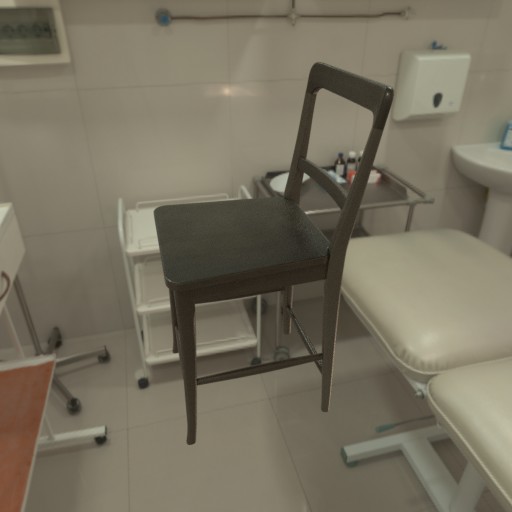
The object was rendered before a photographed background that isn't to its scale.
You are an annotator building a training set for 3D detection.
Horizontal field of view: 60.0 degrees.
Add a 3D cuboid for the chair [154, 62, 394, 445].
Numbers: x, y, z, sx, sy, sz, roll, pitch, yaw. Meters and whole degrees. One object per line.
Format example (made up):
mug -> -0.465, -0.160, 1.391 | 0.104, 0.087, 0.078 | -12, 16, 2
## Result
chair -> 0.000, 0.000, 1.302 | 0.546, 0.991, 0.450 | -8, 32, -13
